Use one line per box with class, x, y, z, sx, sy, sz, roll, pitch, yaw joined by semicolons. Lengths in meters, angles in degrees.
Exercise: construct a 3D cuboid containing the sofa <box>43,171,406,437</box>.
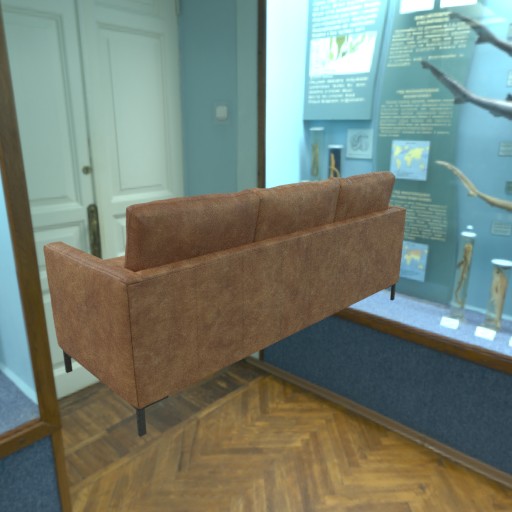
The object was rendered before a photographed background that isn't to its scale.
sofa;0.000;0.000;2.444;0.748;0.863;2.029;15;22;42
